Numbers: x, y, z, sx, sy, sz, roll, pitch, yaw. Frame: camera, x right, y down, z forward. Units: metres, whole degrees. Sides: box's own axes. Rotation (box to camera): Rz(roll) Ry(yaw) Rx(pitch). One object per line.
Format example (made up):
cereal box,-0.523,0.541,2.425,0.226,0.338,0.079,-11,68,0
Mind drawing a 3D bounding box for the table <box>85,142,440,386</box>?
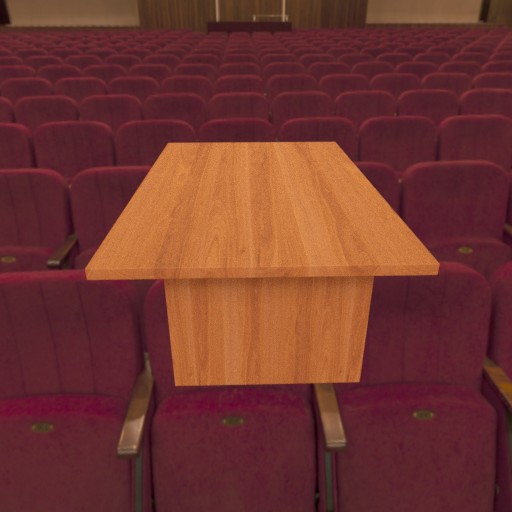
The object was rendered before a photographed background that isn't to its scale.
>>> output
table,0.000,0.000,1.477,0.700,0.510,1.100,-1,27,-1
